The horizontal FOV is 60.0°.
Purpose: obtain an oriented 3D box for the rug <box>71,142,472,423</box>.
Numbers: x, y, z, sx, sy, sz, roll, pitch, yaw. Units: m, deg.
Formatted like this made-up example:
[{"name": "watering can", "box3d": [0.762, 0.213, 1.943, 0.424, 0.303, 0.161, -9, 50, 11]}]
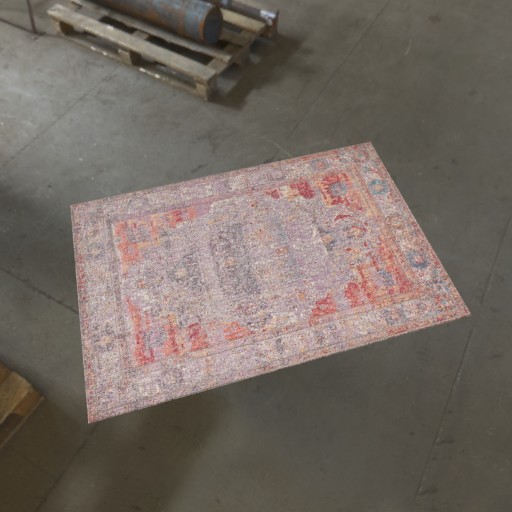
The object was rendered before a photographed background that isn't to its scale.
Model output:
[{"name": "rug", "box3d": [0.000, 0.000, 2.324, 1.829, 0.005, 1.219, -14, 59, -8]}]
